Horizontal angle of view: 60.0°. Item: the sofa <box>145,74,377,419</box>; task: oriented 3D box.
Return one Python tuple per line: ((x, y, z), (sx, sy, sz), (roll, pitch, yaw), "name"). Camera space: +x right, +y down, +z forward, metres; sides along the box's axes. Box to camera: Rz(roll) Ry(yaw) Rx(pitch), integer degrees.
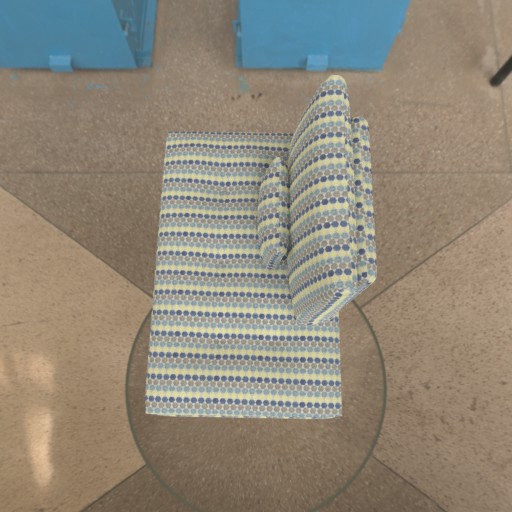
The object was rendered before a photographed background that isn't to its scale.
((0.000, 0.000, 2.067), (1.000, 0.820, 1.450), (1, 74, 0), "sofa")
